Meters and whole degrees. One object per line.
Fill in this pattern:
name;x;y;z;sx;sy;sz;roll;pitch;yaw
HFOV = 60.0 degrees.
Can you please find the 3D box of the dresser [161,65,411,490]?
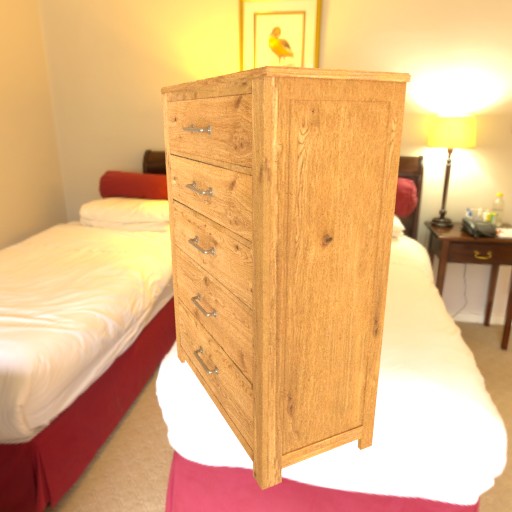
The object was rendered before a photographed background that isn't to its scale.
dresser;0.000;0.000;1.952;0.558;1.431;1.081;-8;19;-25
